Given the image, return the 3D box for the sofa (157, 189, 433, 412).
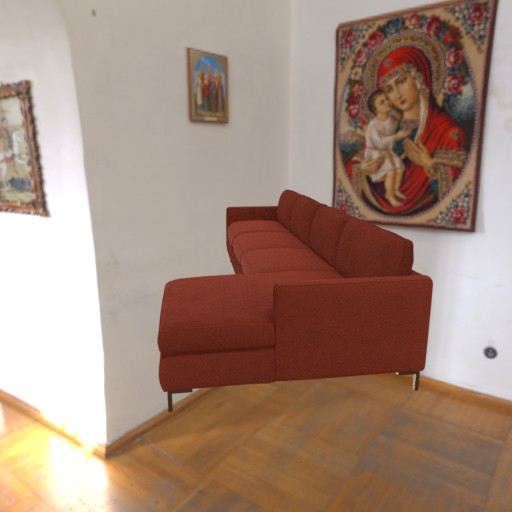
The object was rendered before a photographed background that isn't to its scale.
[{"bbox_3d":[0.000,0.000,3.489,1.350,0.810,2.932,-2,14,-8],"label":"sofa"}]
